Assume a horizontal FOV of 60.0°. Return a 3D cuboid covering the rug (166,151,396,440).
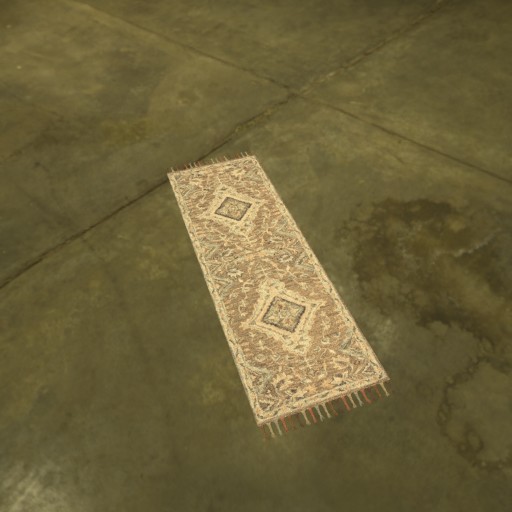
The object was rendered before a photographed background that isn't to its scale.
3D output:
[{"bbox_3d":[0.000,0.000,2.918,1.324,0.018,2.378,-3,48,-2],"label":"rug"}]
